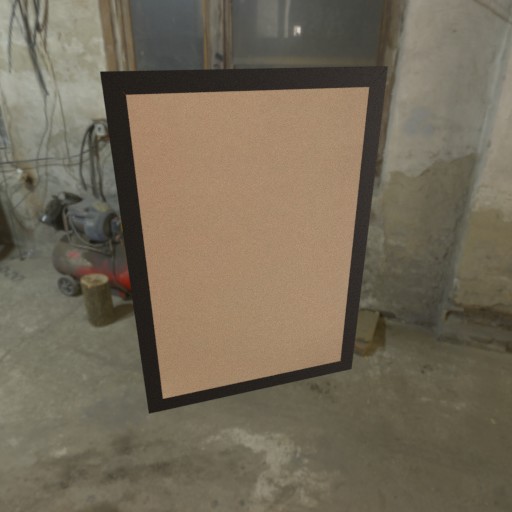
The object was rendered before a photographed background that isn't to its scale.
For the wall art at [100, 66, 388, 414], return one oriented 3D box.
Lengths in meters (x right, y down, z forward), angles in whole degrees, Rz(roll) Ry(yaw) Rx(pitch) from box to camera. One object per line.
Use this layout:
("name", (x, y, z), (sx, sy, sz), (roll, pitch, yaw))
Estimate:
("wall art", (0.000, 0.000, 0.680), (0.379, 0.530, 0.008), (-8, 27, -15))
